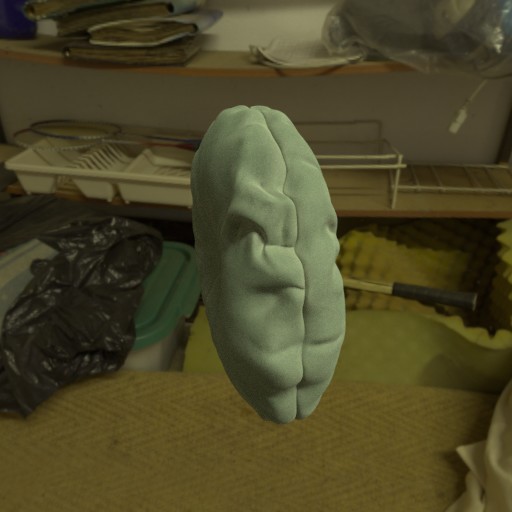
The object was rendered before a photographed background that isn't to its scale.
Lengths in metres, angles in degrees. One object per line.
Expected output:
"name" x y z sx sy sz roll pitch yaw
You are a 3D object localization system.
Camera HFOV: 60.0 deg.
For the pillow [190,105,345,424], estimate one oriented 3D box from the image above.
"pillow" 0.000 0.000 0.634 0.148 0.407 0.428 -8 31 -13
